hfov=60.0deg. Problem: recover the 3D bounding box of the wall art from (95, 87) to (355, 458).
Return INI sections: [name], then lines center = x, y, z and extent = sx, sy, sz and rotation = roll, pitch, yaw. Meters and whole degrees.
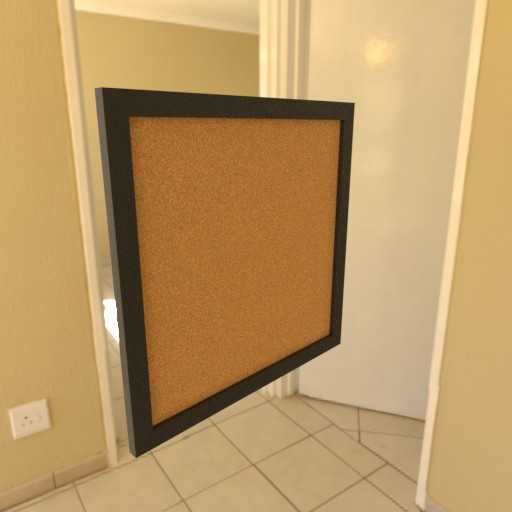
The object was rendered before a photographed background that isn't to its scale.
[wall art]
center = 0.000, 0.000, 1.504
extent = 1.016, 1.016, 0.038
rotation = -15, 22, -42
